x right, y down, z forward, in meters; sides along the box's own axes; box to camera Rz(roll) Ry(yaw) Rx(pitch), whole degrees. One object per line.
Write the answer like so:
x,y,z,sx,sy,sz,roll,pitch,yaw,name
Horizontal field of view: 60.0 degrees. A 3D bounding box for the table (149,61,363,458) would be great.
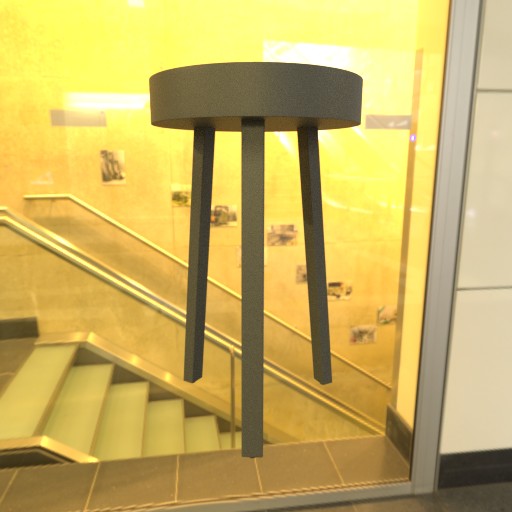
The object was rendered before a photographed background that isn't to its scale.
0.000,0.000,0.936,0.406,0.686,0.406,-6,14,-27,table
